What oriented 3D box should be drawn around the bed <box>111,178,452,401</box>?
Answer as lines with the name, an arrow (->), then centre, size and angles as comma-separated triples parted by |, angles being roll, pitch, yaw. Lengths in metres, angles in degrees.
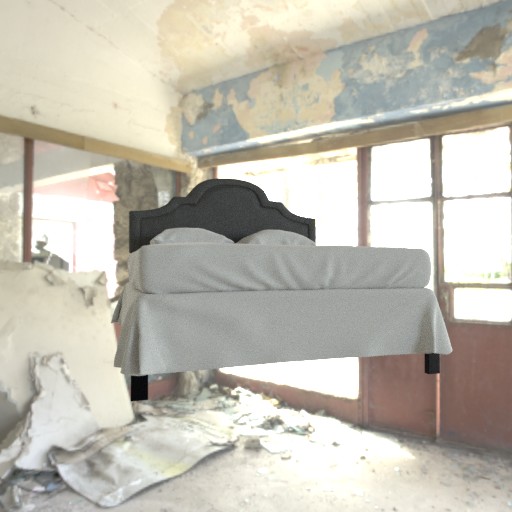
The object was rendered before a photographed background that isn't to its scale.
bed -> 0.000, 0.000, 3.690 | 2.303, 1.631, 2.222 | 0, -1, -18
